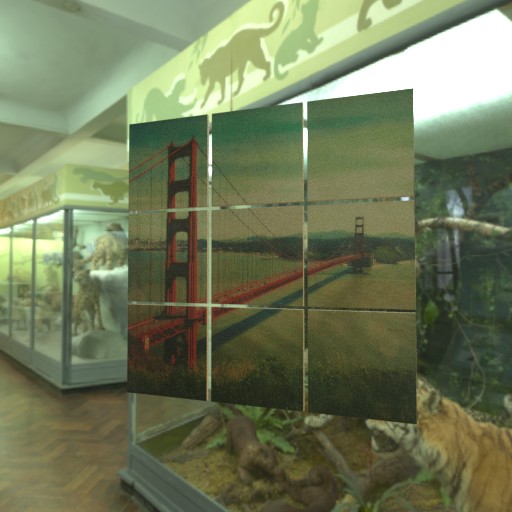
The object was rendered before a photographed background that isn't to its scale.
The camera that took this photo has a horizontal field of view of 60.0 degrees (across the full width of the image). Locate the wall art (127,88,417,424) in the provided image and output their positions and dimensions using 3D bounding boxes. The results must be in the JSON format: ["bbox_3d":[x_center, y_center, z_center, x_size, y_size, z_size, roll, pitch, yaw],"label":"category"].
[{"bbox_3d":[0.000,0.000,1.800,1.217,1.207,0.016,-1,-2,20],"label":"wall art"}]
